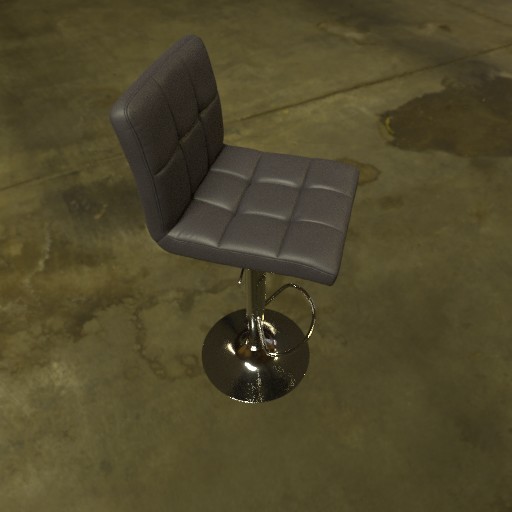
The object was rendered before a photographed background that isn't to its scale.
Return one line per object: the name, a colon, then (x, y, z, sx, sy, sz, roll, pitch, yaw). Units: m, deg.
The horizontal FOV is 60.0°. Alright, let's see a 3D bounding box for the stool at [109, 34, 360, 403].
stool: (0.000, 0.000, 1.342, 0.505, 1.115, 0.430, 12, 48, 11)
